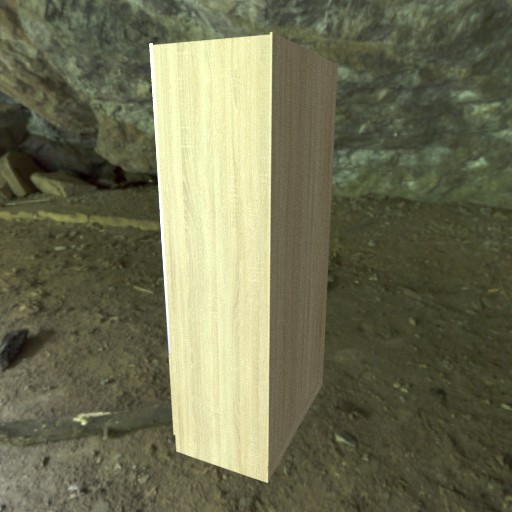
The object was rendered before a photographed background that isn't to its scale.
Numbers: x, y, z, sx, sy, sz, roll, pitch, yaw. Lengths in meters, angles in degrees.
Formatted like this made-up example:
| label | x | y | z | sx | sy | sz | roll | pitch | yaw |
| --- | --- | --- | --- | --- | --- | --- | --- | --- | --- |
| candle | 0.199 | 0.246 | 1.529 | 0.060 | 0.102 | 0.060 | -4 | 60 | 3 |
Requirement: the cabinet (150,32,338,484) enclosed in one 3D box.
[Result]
| label | x | y | z | sx | sy | sz | roll | pitch | yaw |
| --- | --- | --- | --- | --- | --- | --- | --- | --- | --- |
| cabinet | 0.000 | 0.000 | 2.547 | 0.590 | 2.121 | 1.001 | 7 | 18 | 23 |
